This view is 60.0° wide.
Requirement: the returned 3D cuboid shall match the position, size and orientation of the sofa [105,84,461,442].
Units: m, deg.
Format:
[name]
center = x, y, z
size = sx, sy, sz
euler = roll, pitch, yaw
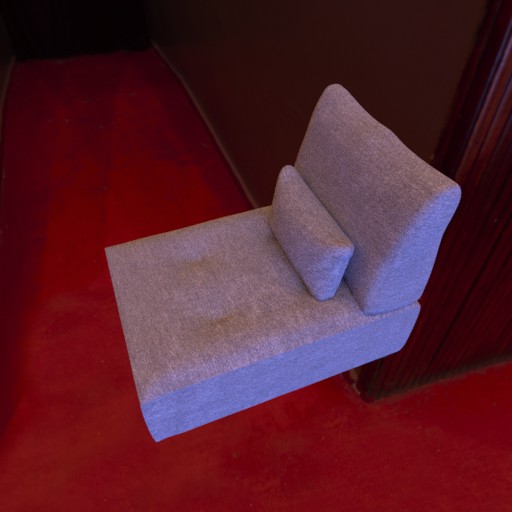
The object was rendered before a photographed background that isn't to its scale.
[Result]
[sofa]
center = 0.000, 0.000, 1.557
size = 1.000, 0.820, 0.700
euler = -16, 48, -15
